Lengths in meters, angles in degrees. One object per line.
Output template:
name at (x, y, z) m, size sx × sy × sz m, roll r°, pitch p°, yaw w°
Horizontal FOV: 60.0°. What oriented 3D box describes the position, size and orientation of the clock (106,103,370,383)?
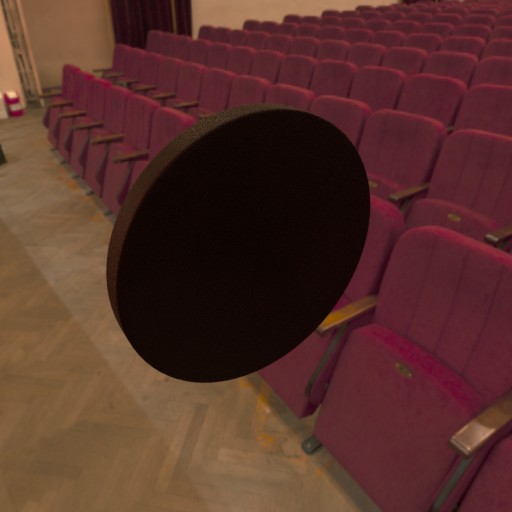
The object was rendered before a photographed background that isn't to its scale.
clock at (0.000, 0.000, 0.480) m, size 0.314 × 0.314 × 0.029 m, roll -19°, pitch 36°, yaw -28°
